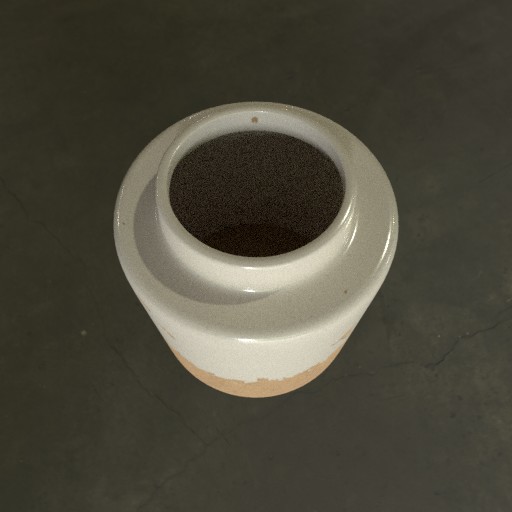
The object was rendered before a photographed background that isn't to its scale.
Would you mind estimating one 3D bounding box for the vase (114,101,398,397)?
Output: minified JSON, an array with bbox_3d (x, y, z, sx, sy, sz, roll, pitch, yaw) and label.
[{"bbox_3d":[0.000,0.000,0.288,0.153,0.167,0.153,0,63,0],"label":"vase"}]
